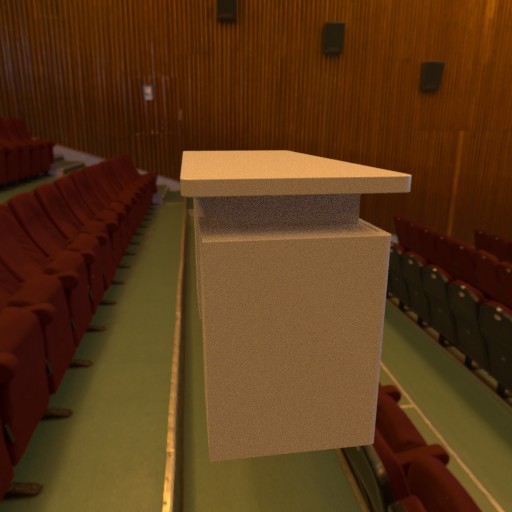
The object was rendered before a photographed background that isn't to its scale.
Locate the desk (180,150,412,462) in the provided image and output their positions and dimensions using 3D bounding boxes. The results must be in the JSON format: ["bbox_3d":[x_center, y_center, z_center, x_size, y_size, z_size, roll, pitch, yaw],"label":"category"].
[{"bbox_3d":[0.000,0.000,1.775,0.550,0.762,1.400,-2,16,-8],"label":"desk"}]
